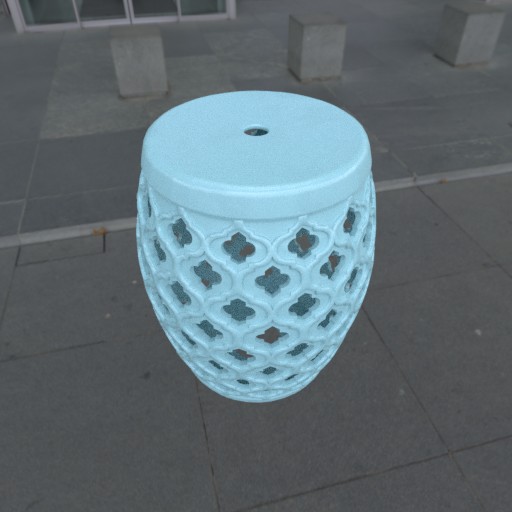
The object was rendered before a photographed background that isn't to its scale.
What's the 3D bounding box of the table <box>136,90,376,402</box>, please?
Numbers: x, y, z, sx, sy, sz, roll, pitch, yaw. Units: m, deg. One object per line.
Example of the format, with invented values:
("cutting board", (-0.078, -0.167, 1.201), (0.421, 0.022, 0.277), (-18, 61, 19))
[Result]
("table", (0.000, 0.000, 0.642), (0.325, 0.388, 0.325), (0, 41, 0))
